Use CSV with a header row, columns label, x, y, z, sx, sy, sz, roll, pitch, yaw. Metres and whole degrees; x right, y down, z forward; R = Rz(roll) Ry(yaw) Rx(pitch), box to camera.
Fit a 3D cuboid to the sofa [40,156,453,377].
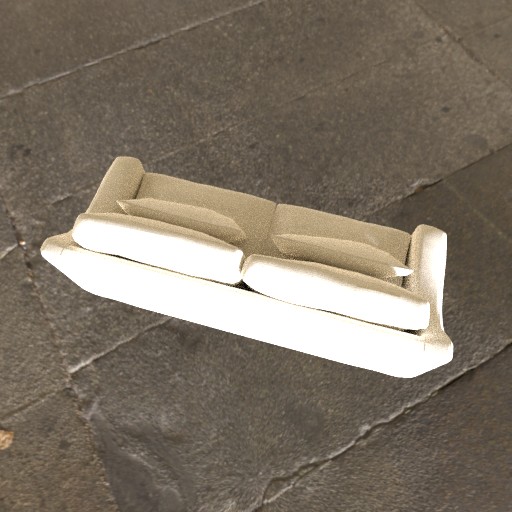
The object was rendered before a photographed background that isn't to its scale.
label,x,y,z,sx,sy,sz,roll,pitch,yaw
sofa,0.000,0.000,3.044,2.470,1.022,1.009,14,64,7
